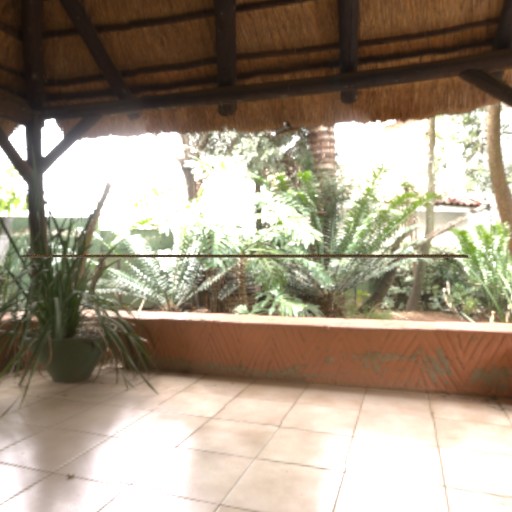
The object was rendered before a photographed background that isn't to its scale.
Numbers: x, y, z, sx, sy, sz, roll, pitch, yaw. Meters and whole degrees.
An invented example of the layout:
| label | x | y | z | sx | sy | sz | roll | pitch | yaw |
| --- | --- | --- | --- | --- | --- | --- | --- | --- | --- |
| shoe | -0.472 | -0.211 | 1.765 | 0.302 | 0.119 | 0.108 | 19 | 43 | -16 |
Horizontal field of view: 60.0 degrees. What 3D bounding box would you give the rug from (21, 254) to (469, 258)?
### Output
| label | x | y | z | sx | sy | sz | roll | pitch | yaw |
| --- | --- | --- | --- | --- | --- | --- | --- | --- | --- |
| rug | 0.000 | 0.000 | 2.274 | 1.824 | 0.012 | 1.206 | 0 | 0 | 18 |
